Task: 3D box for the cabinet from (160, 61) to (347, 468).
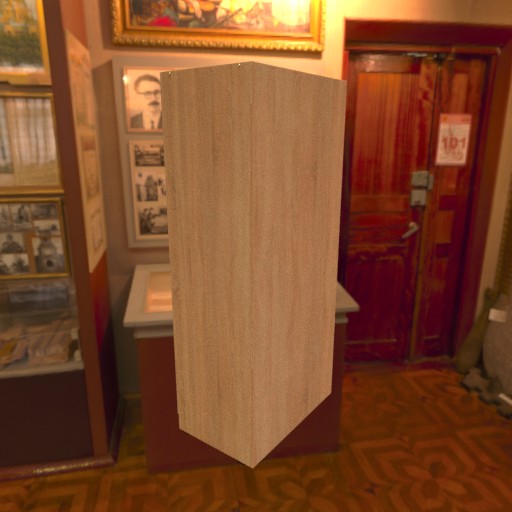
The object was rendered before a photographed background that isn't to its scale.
[{"bbox_3d":[0.000,0.000,2.847,1.094,2.120,1.327,-2,16,-8],"label":"cabinet"}]
